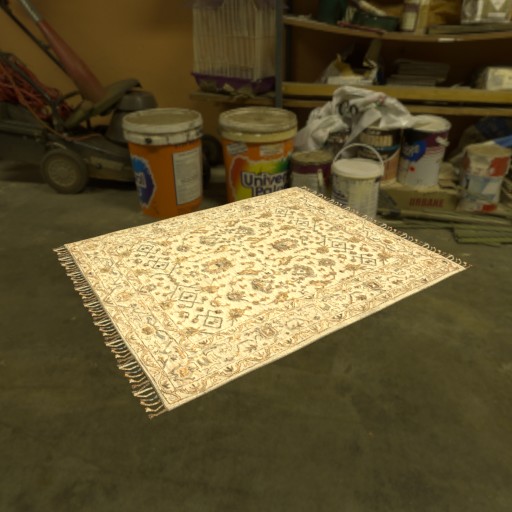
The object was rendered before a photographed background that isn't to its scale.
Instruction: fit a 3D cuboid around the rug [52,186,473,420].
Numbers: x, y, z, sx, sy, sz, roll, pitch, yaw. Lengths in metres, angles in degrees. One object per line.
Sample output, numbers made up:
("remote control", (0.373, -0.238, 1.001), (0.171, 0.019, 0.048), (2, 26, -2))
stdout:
("rug", (0.000, 0.000, 4.077), (3.061, 0.034, 2.426), (-18, 34, -29))
